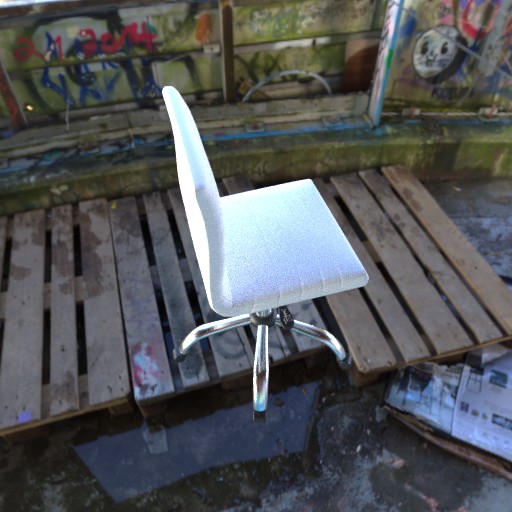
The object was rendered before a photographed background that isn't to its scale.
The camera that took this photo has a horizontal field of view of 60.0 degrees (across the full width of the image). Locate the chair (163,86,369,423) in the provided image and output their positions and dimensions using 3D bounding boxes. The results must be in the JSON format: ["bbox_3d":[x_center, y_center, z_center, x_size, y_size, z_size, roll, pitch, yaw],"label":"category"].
[{"bbox_3d":[0.000,0.000,1.146,0.530,0.780,0.556,-11,47,-11],"label":"chair"}]
